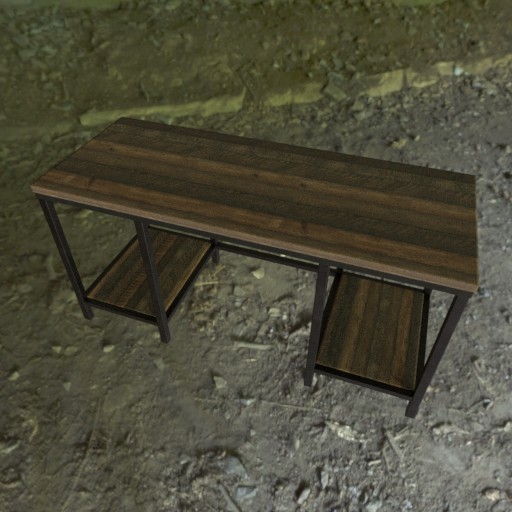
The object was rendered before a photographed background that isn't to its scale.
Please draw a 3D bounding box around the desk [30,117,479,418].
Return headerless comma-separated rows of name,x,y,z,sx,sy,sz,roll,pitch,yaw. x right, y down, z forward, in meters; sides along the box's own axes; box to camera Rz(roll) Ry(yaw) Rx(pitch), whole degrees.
desk,0.000,0.000,1.894,1.538,0.753,0.617,13,43,15
